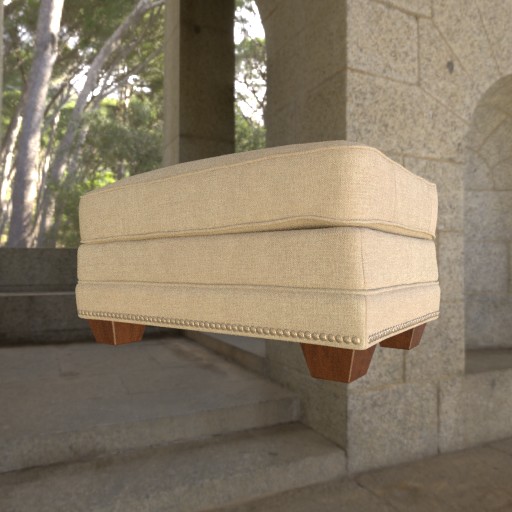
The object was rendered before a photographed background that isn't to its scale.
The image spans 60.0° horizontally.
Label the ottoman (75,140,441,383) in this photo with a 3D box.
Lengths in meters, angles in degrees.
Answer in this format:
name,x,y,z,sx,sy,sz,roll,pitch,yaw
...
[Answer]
name,x,y,z,sx,sy,sz,roll,pitch,yaw
ottoman,0.000,0.000,1.155,0.813,0.458,0.559,-1,-1,35
